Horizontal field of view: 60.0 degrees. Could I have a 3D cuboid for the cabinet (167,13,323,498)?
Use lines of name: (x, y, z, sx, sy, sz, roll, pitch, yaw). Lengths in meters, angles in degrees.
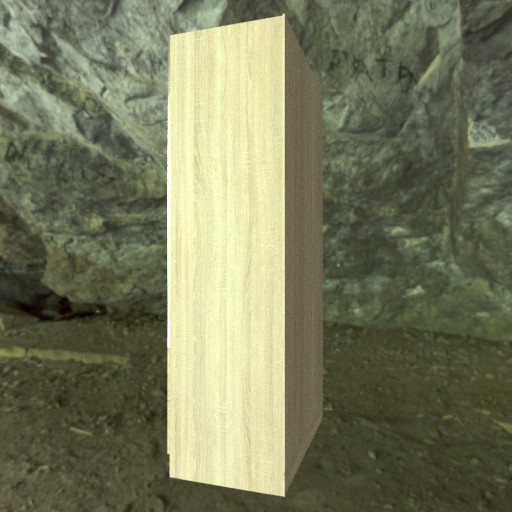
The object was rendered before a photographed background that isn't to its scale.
cabinet: (0.000, 0.000, 2.504, 0.590, 2.121, 1.001, 0, 0, 18)
